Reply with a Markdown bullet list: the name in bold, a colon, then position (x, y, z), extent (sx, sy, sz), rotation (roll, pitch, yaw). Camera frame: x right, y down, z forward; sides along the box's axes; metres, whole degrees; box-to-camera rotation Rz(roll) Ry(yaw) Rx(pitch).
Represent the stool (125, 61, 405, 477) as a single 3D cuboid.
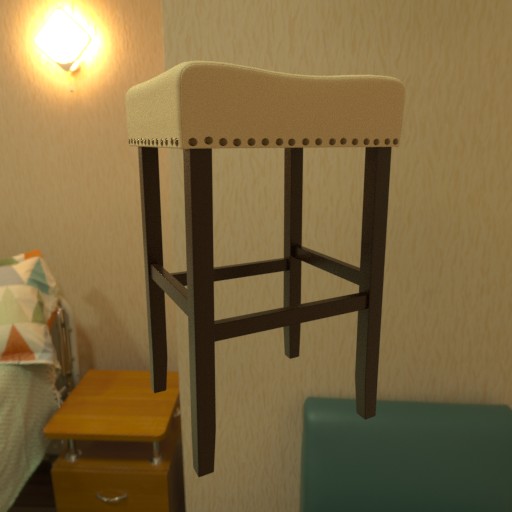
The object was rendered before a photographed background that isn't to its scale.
- **stool**: position (0.000, 0.000, 1.027), extent (0.471, 0.762, 0.401), rotation (-7, 16, -26)
